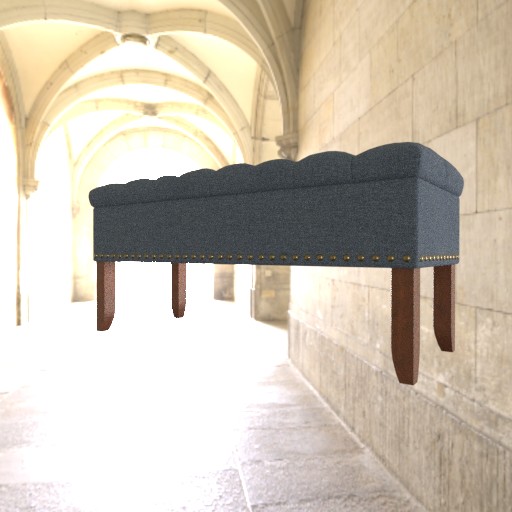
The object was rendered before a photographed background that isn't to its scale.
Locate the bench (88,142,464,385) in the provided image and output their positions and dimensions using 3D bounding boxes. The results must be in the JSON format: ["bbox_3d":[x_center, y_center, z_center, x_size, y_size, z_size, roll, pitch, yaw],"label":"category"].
[{"bbox_3d":[0.000,0.000,1.300,1.052,0.492,0.417,0,1,35],"label":"bench"}]
